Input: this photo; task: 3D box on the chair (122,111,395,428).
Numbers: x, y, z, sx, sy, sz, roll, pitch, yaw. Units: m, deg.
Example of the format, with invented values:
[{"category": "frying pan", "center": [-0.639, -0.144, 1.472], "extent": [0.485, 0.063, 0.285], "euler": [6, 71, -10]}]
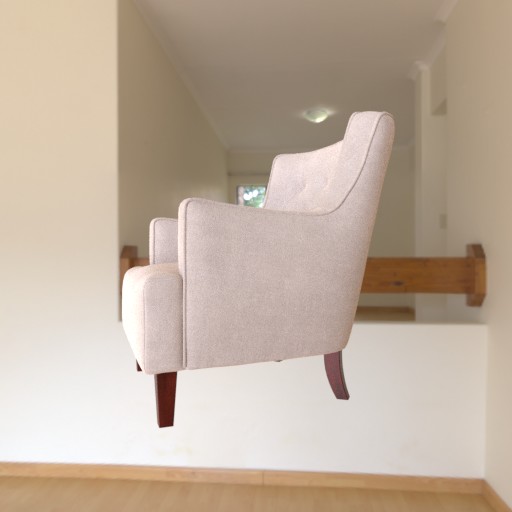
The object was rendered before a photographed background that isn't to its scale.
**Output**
[{"category": "chair", "center": [0.000, 0.000, 1.624], "extent": [0.910, 0.920, 0.781], "euler": [0, 0, -20]}]
